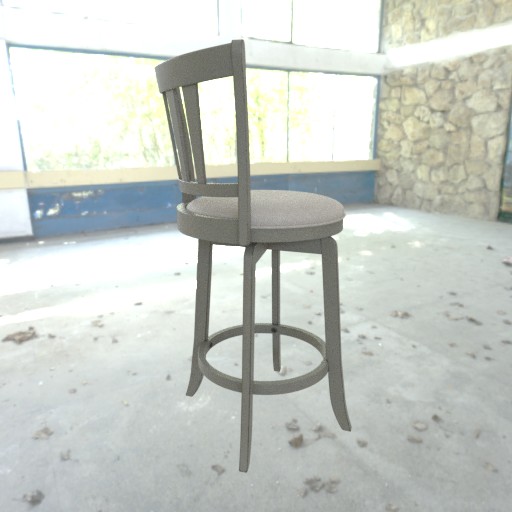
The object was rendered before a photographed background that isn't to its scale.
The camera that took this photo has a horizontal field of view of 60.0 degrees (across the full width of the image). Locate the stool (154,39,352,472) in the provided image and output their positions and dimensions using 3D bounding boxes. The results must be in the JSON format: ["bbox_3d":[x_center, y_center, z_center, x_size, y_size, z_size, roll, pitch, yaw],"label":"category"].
[{"bbox_3d":[0.000,0.000,1.225,0.486,0.994,0.450,-8,17,-28],"label":"stool"}]
